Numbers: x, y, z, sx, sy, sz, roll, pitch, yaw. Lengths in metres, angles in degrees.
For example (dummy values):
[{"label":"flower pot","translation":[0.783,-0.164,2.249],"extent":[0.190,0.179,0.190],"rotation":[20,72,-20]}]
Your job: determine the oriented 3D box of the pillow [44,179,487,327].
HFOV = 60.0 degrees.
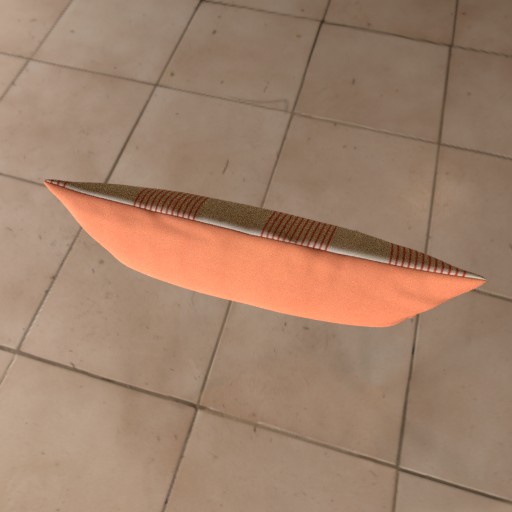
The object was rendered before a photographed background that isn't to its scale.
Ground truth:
[{"label":"pillow","translation":[0.000,0.000,0.727],"extent":[0.608,0.292,0.156],"rotation":[13,64,6]}]
